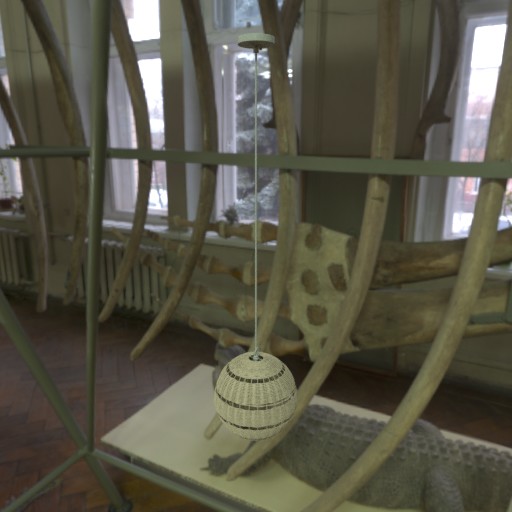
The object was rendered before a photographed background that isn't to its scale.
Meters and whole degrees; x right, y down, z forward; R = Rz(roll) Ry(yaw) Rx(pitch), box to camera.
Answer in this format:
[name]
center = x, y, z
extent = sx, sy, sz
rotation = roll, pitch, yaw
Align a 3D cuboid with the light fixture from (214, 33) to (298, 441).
[light fixture]
center = 0.000, 0.000, 2.235
extent = 0.457, 2.019, 0.457
rotation = 7, 16, 26
